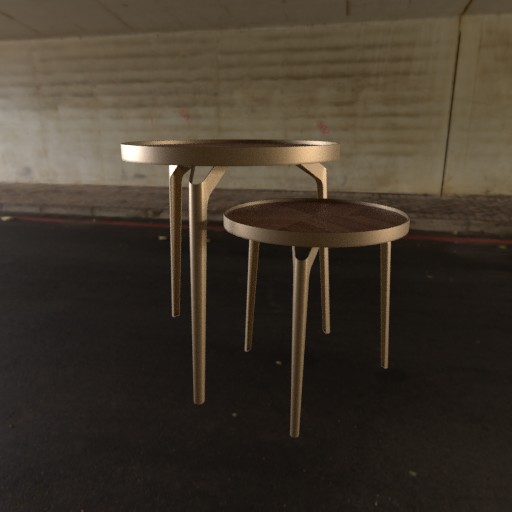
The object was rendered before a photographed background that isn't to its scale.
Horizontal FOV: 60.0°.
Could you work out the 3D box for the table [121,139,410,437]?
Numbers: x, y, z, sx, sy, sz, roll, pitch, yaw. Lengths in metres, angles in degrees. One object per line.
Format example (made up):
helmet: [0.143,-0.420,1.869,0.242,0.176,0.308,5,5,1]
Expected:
table: [0.000,0.000,1.126,0.751,0.555,0.532,15,22,42]
